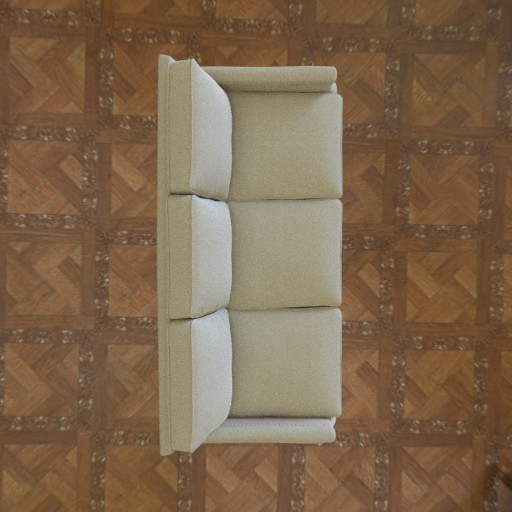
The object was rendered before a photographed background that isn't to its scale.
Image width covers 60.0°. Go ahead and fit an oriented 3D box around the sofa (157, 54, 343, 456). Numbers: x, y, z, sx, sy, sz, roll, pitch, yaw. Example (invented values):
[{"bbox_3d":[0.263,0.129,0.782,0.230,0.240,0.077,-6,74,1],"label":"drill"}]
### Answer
[{"bbox_3d":[0.000,0.000,2.743,1.084,1.003,2.246,0,91,-2],"label":"sofa"}]
